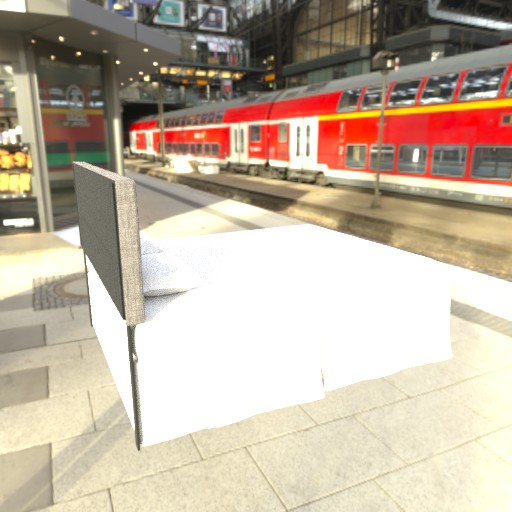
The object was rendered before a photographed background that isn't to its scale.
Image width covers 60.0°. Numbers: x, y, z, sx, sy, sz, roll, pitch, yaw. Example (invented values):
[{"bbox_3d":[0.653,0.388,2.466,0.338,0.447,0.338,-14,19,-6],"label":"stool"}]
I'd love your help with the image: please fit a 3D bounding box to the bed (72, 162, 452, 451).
[{"bbox_3d":[0.000,0.000,2.866,1.958,1.168,1.621,-7,16,-26],"label":"bed"}]
